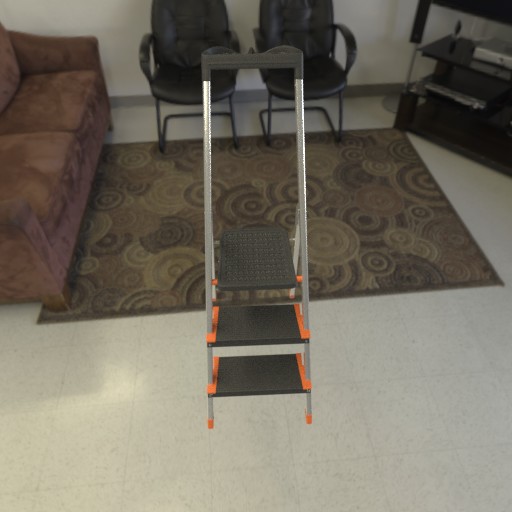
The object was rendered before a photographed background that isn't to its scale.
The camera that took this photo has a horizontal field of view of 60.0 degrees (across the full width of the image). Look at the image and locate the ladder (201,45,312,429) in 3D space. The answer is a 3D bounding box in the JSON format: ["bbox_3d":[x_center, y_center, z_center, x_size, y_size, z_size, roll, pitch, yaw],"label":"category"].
[{"bbox_3d":[0.000,0.000,1.559,0.416,1.229,0.686,-2,45,-2],"label":"ladder"}]
